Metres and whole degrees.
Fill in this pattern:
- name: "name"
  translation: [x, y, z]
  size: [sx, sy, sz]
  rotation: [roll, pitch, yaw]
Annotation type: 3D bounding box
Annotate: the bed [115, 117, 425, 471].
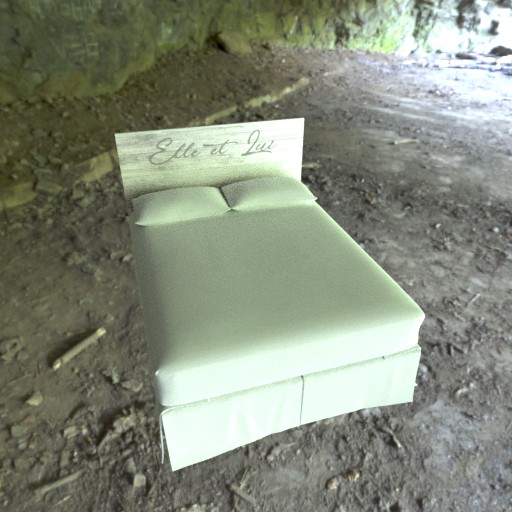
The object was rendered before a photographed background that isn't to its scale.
- name: "bed"
  translation: [0.000, 0.000, 3.205]
  size: [1.745, 1.335, 2.094]
  rotation: [-9, 33, -15]
